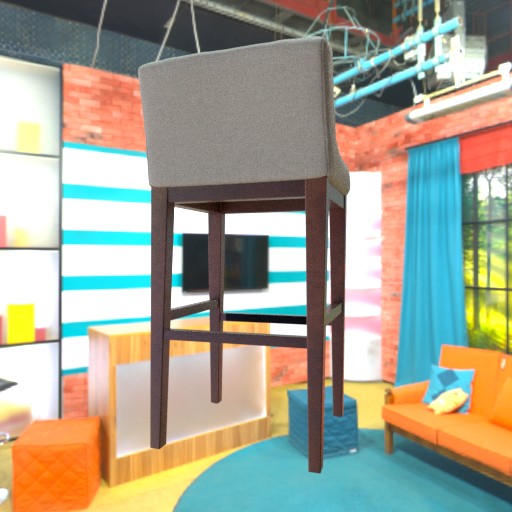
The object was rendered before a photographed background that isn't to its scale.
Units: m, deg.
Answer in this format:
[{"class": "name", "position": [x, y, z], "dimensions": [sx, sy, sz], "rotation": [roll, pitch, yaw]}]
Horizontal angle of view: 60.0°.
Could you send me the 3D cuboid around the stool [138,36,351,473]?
[{"class": "stool", "position": [0.000, 0.000, 1.310], "dimensions": [0.511, 1.037, 0.500], "rotation": [0, 0, 18]}]
